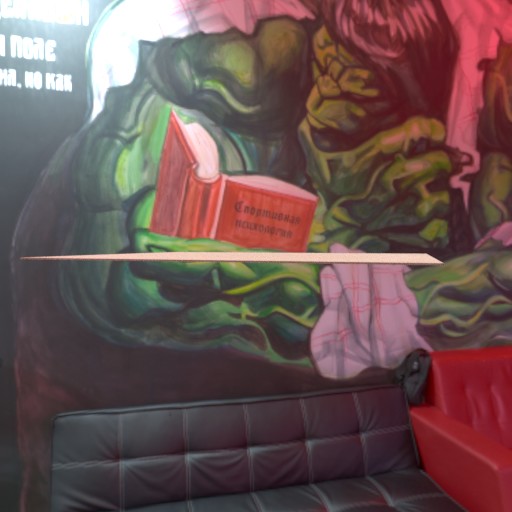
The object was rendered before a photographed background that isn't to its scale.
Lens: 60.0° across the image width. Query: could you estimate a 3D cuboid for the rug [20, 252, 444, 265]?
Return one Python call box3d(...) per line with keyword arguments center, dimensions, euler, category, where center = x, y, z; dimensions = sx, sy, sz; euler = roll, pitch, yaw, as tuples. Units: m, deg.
box3d(center=(0.000, 0.000, 3.480), dimensions=(2.584, 0.011, 2.073), euler=(1, 2, 19), category="rug")
